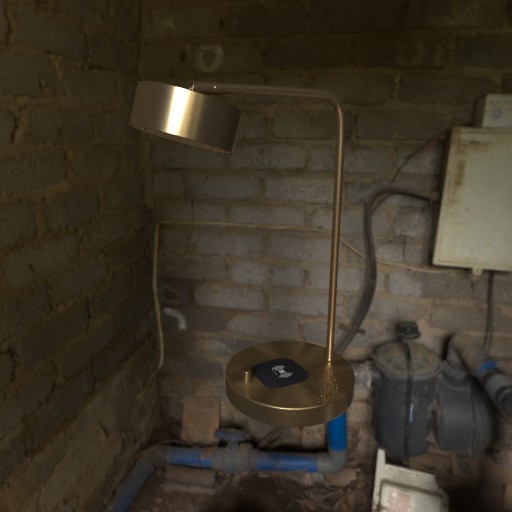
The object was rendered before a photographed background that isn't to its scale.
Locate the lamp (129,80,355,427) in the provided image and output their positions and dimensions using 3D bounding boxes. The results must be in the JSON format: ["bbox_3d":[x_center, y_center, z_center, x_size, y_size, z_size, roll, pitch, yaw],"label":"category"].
[{"bbox_3d":[0.000,0.000,0.524,0.270,0.380,0.171,-8,18,-25],"label":"lamp"}]
